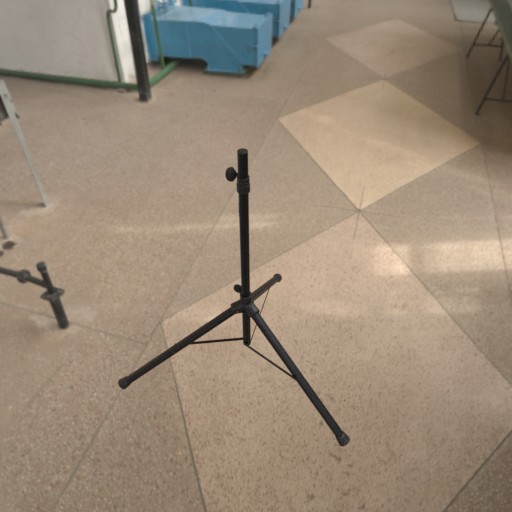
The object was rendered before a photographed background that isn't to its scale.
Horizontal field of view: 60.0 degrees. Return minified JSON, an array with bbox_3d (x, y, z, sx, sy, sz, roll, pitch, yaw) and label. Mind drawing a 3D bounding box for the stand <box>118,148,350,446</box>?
[{"bbox_3d":[0.000,0.000,1.847,1.045,1.136,0.907,12,43,13],"label":"stand"}]
